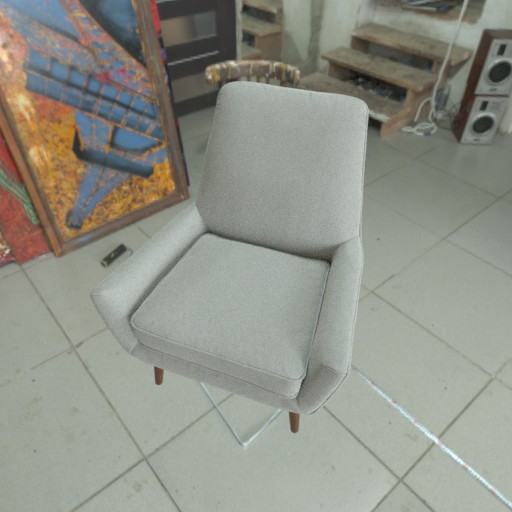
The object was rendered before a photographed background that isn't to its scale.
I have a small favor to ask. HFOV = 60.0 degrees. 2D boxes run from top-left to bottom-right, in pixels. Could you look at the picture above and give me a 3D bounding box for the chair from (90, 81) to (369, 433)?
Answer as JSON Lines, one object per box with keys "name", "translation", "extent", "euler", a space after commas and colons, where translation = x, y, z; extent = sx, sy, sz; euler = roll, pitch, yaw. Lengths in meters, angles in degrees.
{"name": "chair", "translation": [0.000, 0.000, 1.514], "extent": [0.787, 0.888, 0.822], "euler": [14, 44, 15]}
